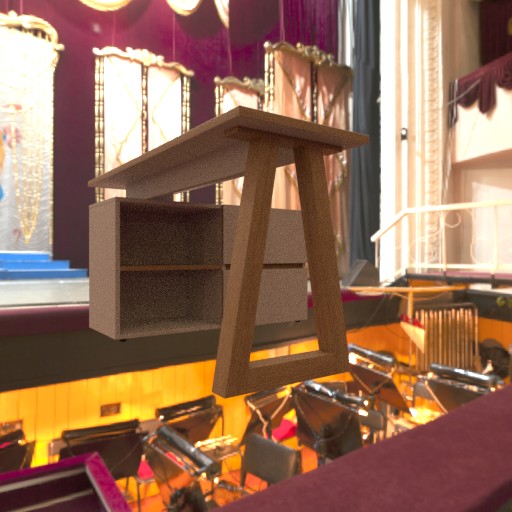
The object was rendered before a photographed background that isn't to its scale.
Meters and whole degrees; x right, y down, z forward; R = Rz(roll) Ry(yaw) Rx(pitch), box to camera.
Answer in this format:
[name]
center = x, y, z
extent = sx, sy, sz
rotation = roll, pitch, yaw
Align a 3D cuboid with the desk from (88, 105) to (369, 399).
[desk]
center = 0.000, 0.000, 1.997
extent = 1.098, 0.755, 1.404
rotation = 0, 0, -35
